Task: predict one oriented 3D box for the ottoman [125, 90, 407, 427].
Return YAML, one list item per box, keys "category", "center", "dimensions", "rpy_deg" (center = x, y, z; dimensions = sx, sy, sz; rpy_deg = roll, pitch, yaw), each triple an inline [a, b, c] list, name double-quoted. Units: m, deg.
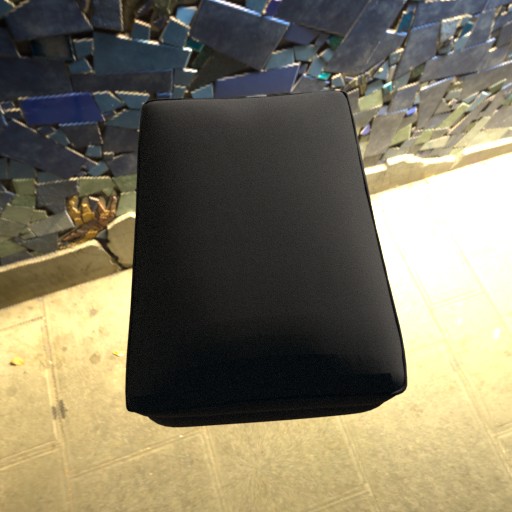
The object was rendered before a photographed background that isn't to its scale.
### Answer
- category: "ottoman"
  center: [0.000, 0.000, 0.984]
  dimensions: [0.508, 0.406, 0.686]
  rpy_deg: [-4, 64, -2]
